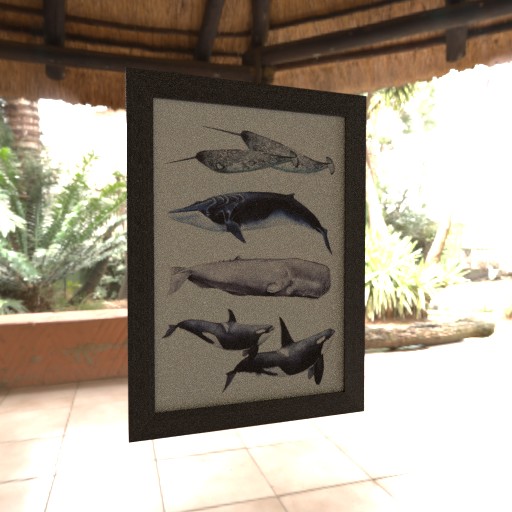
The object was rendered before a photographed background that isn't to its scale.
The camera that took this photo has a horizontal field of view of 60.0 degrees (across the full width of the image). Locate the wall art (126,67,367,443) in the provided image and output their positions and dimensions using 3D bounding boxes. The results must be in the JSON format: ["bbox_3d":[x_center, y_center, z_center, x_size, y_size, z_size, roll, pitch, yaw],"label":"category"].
[{"bbox_3d":[0.000,0.000,1.449,0.810,1.116,0.016,0,2,-18],"label":"wall art"}]
